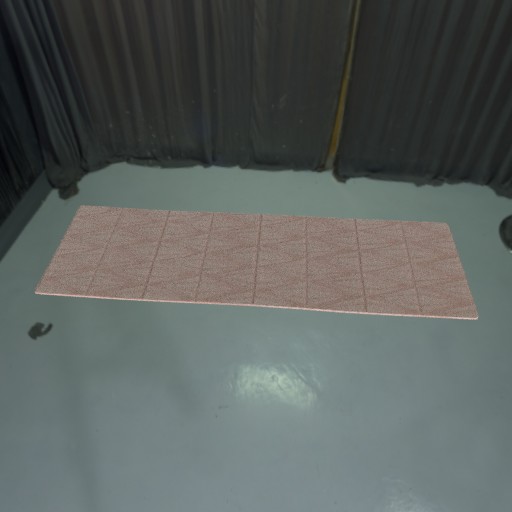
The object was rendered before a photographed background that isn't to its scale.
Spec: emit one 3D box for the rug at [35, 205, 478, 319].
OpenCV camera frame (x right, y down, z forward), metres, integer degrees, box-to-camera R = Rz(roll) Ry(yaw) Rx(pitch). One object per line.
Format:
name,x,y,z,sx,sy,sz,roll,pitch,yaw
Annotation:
rug,0.000,0.000,2.667,2.435,0.015,0.760,3,47,3
